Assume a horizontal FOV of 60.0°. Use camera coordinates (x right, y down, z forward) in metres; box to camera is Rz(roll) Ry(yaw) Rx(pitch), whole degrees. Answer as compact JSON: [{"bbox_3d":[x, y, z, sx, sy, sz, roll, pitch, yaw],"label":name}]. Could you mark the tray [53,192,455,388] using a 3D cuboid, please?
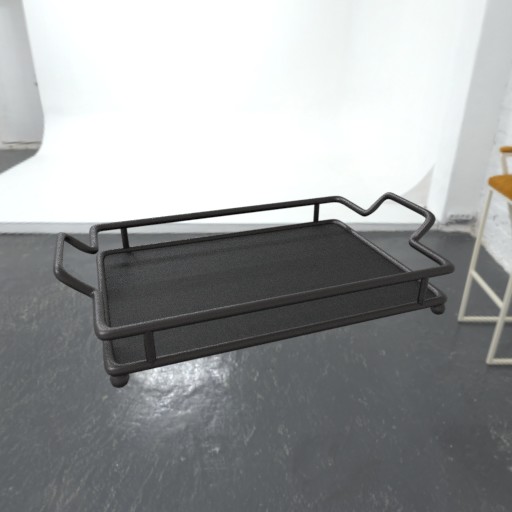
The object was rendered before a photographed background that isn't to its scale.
[{"bbox_3d":[0.000,0.000,0.606,0.495,0.101,0.297,-9,27,-18],"label":"tray"}]
